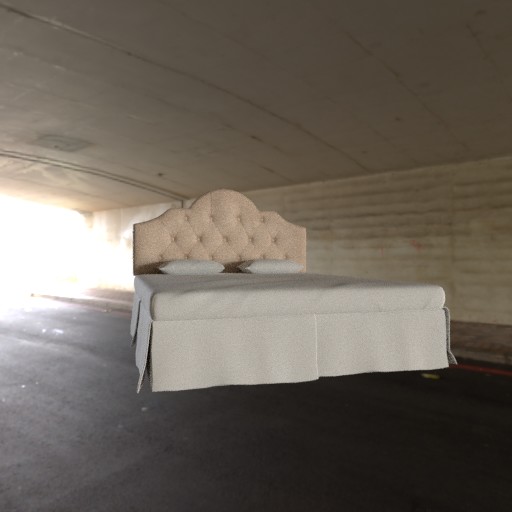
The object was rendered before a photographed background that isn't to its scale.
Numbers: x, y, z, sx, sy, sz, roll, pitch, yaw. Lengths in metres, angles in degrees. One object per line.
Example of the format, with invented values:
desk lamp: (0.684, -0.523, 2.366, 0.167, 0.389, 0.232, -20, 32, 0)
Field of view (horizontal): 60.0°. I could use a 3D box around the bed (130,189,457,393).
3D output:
bed: (0.000, 0.000, 3.049, 1.667, 1.194, 1.970, 0, 0, -17)
